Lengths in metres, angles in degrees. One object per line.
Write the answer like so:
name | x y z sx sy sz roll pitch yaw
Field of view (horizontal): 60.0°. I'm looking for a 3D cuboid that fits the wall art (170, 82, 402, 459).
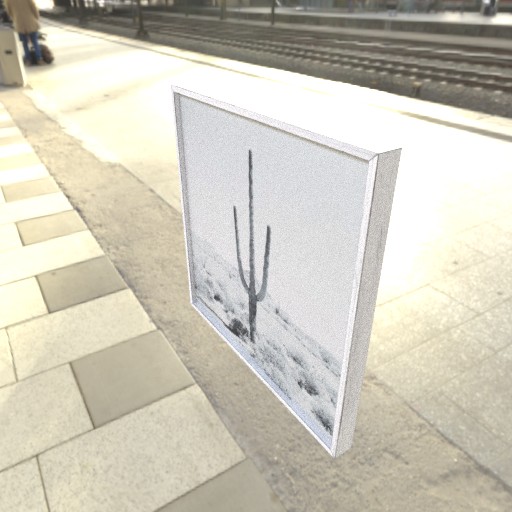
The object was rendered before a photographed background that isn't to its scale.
wall art | 0.000 0.000 0.782 0.038 0.508 0.508 -19 36 -29
